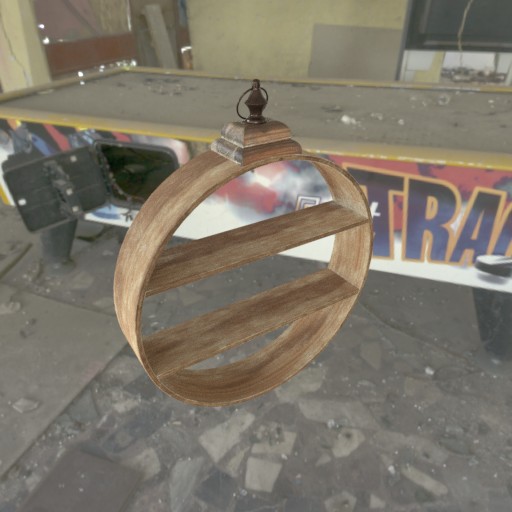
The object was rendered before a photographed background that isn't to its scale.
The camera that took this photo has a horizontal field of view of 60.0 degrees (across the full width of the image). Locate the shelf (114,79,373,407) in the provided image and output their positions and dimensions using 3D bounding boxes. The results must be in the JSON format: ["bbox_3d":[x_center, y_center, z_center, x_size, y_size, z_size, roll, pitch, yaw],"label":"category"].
[{"bbox_3d":[0.000,0.000,0.965,0.601,0.725,0.125,-18,35,-28],"label":"shelf"}]
